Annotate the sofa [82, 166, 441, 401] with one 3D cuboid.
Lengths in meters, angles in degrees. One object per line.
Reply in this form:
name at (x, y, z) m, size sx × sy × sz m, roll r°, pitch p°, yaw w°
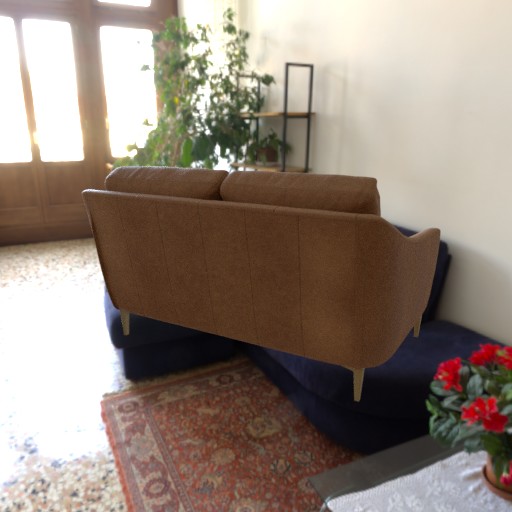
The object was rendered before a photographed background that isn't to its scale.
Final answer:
sofa at (0.000, 0.000, 2.236) m, size 1.619 × 0.902 × 0.960 m, roll 9°, pitch 18°, yaw 27°
